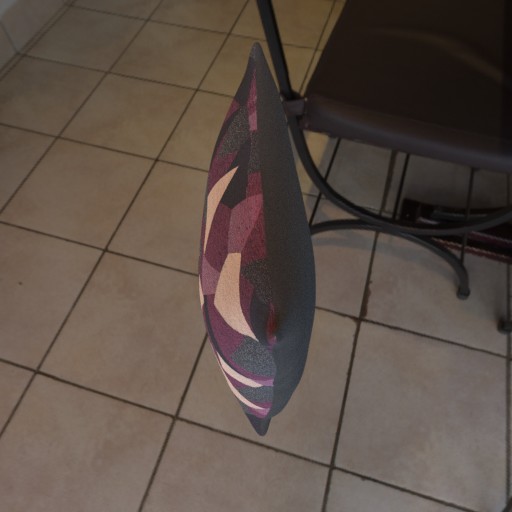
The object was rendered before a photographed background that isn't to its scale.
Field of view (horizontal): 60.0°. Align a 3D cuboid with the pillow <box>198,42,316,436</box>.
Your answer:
[{"bbox_3d":[0.000,0.000,0.768,0.208,0.496,0.503,-2,58,-1],"label":"pillow"}]
